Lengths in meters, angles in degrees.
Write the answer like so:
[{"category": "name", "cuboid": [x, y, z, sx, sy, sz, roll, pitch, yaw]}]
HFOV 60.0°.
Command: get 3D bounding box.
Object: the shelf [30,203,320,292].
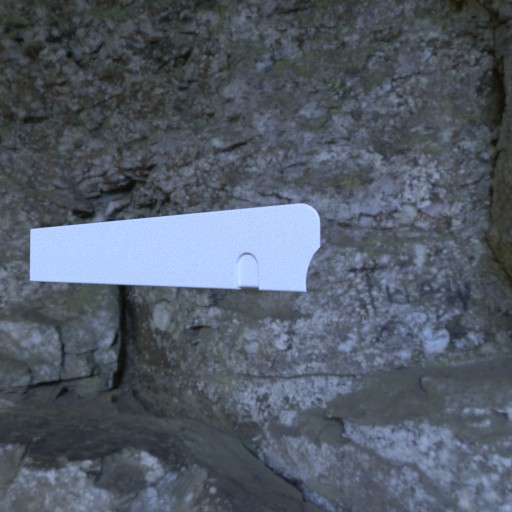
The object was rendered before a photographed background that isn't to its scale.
[{"category": "shelf", "cuboid": [0.000, 0.000, 0.457, 0.310, 0.050, 0.310, -1, -2, 36]}]
